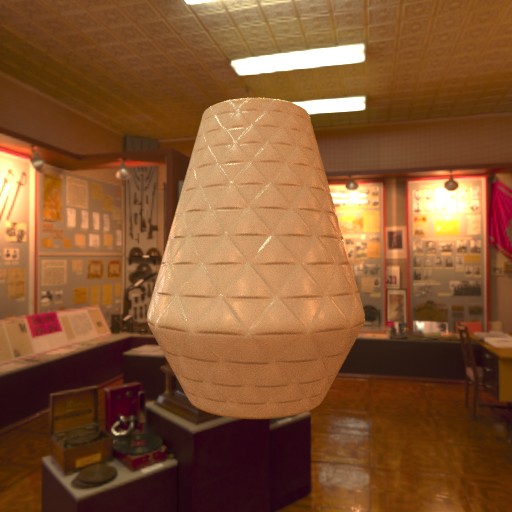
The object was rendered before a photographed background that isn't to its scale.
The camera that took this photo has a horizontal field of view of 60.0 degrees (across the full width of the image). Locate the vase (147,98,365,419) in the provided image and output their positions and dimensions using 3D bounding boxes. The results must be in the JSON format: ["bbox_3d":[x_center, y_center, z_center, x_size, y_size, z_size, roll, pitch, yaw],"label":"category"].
[{"bbox_3d":[0.000,0.000,0.366,0.175,0.230,0.175,0,-1,0],"label":"vase"}]
